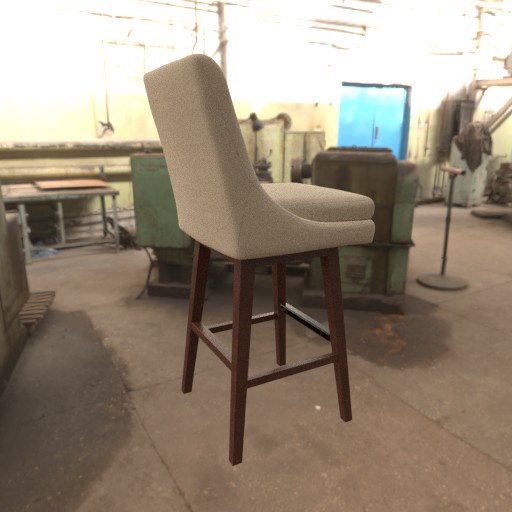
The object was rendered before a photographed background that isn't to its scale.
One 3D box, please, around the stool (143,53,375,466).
[{"bbox_3d":[0.000,0.000,1.397,0.559,1.093,0.483,-8,18,-27],"label":"stool"}]
